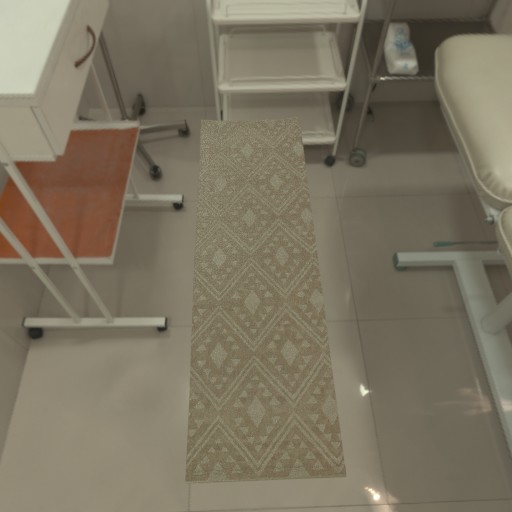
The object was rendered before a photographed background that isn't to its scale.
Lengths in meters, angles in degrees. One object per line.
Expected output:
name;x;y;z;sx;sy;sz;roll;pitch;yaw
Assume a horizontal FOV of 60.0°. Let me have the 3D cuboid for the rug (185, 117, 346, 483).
rug;0.000;0.000;2.702;0.752;0.051;2.452;-2;57;-1
